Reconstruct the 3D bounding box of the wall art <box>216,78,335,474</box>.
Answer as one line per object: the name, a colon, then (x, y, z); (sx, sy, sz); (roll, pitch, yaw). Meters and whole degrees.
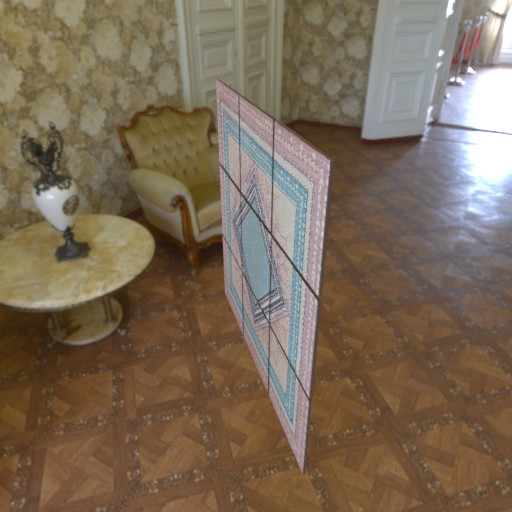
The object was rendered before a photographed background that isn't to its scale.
wall art: (0.000, 0.000, 2.327); (0.014, 1.525, 1.527); (-9, 32, -15)
